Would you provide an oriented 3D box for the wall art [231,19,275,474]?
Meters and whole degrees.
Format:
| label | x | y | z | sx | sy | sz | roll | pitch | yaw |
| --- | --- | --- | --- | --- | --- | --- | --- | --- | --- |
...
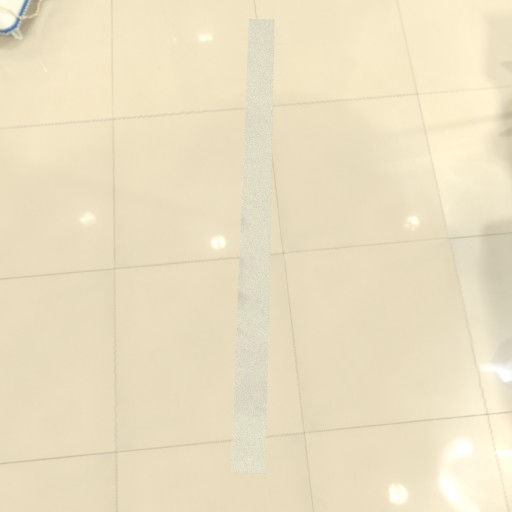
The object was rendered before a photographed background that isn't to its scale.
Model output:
| label | x | y | z | sx | sy | sz | roll | pitch | yaw |
| --- | --- | --- | --- | --- | --- | --- | --- | --- | --- |
| wall art | 0.000 | 0.000 | 0.766 | 0.038 | 0.407 | 0.609 | 2 | 75 | 0 |
